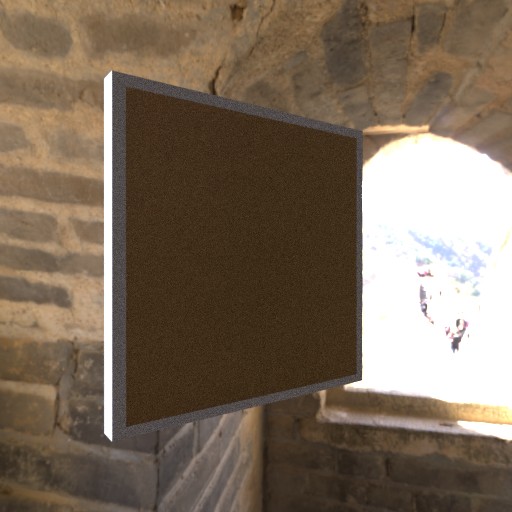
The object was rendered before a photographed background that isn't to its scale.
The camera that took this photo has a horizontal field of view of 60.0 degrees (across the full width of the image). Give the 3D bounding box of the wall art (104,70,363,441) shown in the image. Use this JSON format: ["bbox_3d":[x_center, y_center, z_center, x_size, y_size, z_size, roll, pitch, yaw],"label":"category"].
[{"bbox_3d":[0.000,0.000,0.767,0.508,0.507,0.035,0,0,-36],"label":"wall art"}]
